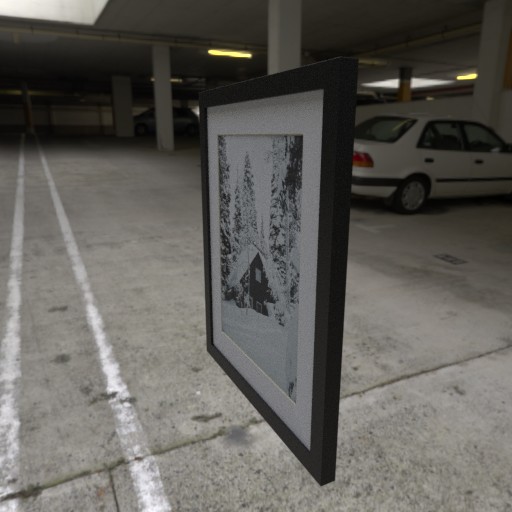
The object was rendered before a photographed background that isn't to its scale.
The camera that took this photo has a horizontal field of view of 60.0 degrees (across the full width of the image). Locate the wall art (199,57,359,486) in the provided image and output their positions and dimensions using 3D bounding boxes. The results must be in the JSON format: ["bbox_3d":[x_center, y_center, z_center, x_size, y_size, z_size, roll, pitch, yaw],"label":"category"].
[{"bbox_3d":[0.000,0.000,0.535,0.018,0.397,0.325,-7,17,-26],"label":"wall art"}]
